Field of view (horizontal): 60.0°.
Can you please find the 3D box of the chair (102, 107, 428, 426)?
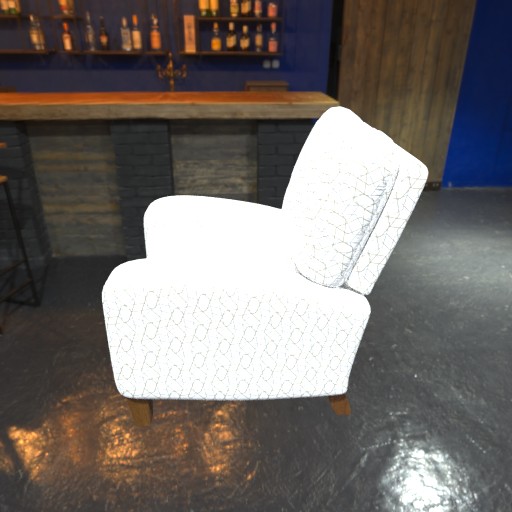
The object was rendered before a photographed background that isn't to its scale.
[{"bbox_3d":[0.000,0.000,1.749,0.995,1.064,0.796,-1,26,-1],"label":"chair"}]
